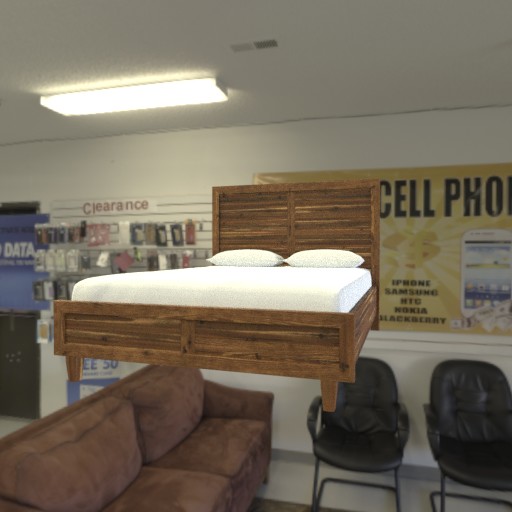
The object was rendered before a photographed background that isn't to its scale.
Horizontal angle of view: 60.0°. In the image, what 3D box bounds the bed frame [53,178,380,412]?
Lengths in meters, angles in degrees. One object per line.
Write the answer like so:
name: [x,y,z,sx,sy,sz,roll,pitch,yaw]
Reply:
bed frame: [0.000,0.000,3.353,1.696,1.417,2.276,0,1,18]
